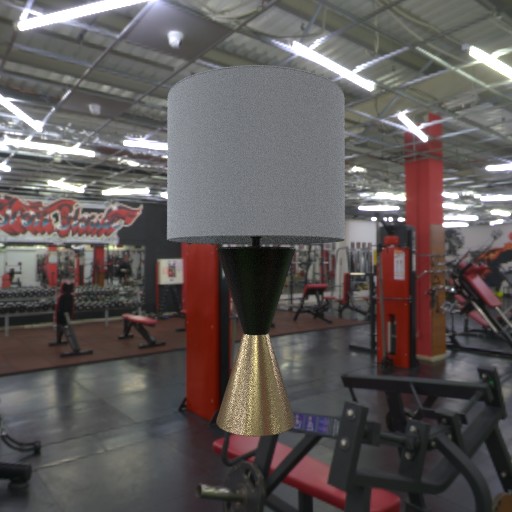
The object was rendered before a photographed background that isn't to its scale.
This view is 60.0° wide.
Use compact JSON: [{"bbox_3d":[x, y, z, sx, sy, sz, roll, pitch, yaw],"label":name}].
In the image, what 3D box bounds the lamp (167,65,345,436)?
[{"bbox_3d":[0.000,0.000,0.773,0.304,0.573,0.304,1,-1,-36],"label":"lamp"}]
